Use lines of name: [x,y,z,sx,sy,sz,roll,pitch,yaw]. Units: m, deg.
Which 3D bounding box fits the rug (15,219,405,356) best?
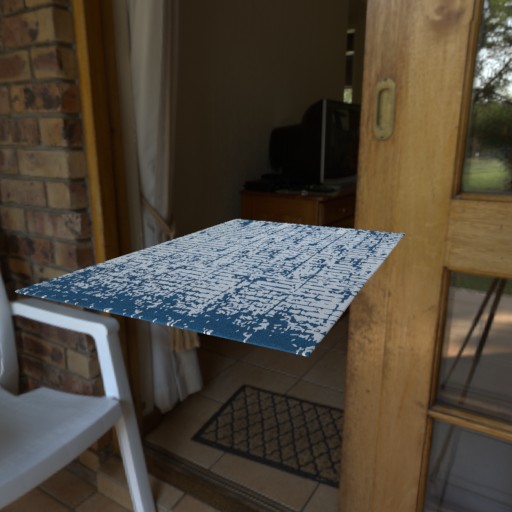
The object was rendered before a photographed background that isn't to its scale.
rug: [0.000,0.000,2.280,1.220,0.007,1.828,7,16,25]
